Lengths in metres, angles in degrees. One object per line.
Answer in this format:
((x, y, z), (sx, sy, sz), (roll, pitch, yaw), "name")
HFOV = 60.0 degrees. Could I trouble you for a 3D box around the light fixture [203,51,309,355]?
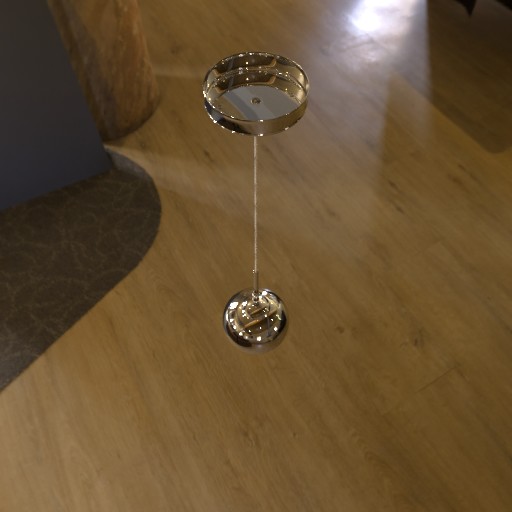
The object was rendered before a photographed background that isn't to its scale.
((0.000, 0.000, 1.688), (0.336, 1.538, 0.336), (-12, 59, -7), "light fixture")
